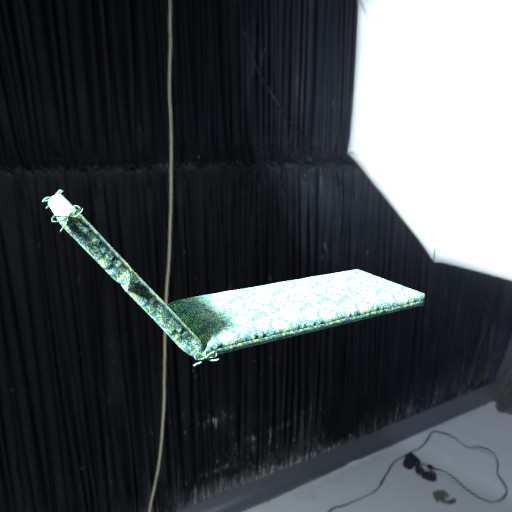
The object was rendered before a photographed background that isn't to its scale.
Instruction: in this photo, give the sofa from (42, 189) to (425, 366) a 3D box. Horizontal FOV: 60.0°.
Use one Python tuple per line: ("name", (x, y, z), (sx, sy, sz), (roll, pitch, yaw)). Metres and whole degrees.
("sofa", (0.000, 0.000, 1.991), (1.663, 0.622, 0.582), (-8, 16, -27))
